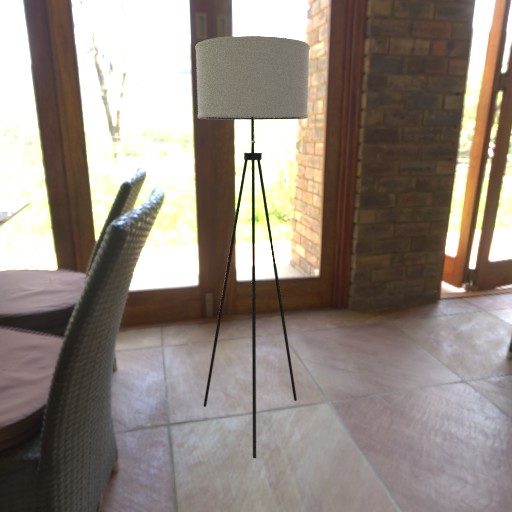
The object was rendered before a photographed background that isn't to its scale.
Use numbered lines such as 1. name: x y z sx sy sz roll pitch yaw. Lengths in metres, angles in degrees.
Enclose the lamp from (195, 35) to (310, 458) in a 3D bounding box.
1. lamp: 0.000 0.000 1.779 0.448 1.545 0.458 -3 16 -10
